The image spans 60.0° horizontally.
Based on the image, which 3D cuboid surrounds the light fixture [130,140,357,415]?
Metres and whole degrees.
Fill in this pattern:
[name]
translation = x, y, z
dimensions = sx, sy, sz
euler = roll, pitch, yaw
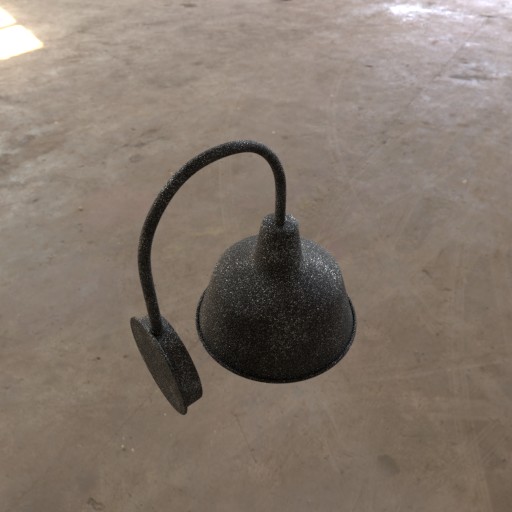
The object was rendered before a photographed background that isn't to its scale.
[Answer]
[light fixture]
translation = 0.000, 0.000, 0.502
dimensions = 0.283, 0.300, 0.216
euler = -27, 49, -27
